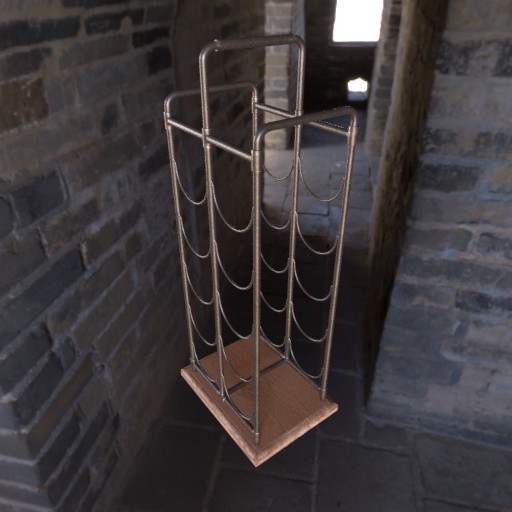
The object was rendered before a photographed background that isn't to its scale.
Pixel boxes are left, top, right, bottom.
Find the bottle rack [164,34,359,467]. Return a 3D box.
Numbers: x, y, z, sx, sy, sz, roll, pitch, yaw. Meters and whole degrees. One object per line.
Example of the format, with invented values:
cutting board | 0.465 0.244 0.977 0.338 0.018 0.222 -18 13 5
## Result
bottle rack | 0.000 0.000 0.763 0.208 0.680 0.276 -22 38 -31
